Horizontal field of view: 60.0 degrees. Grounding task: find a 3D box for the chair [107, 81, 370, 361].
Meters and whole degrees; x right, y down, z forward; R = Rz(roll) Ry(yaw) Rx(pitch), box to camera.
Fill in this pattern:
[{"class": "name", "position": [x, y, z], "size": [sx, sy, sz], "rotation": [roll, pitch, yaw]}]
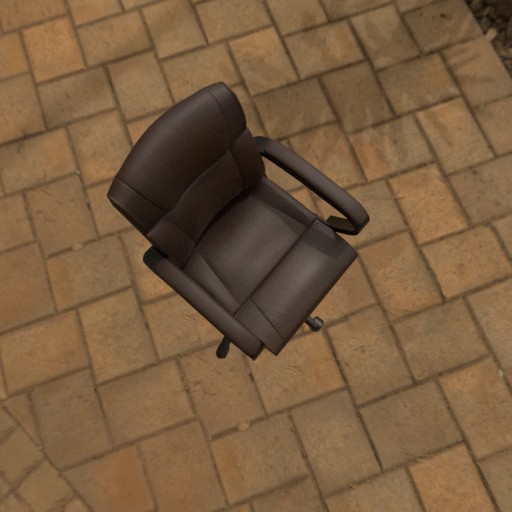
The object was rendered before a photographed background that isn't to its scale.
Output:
[{"class": "chair", "position": [0.000, 0.000, 1.557], "size": [0.717, 1.004, 0.739], "rotation": [40, 80, 9]}]
